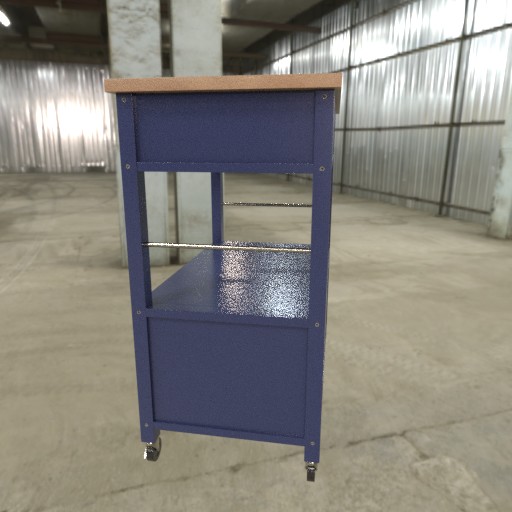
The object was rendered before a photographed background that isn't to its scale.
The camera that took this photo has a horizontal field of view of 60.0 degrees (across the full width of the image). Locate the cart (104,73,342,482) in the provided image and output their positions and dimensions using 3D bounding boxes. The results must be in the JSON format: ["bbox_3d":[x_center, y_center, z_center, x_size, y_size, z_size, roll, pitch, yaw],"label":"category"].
[{"bbox_3d":[0.000,0.000,1.335,0.459,0.901,0.840,2,14,10],"label":"cart"}]
